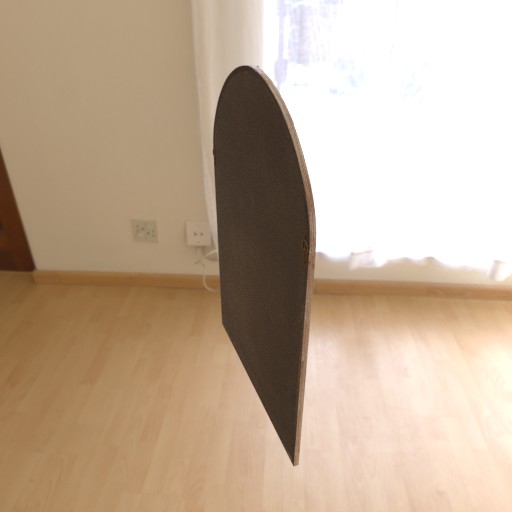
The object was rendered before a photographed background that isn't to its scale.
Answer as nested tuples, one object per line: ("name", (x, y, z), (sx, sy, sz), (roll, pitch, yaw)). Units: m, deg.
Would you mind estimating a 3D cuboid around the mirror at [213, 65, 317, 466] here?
("mirror", (0.000, 0.000, 1.150), (0.032, 0.915, 0.609), (-11, 33, -18))
